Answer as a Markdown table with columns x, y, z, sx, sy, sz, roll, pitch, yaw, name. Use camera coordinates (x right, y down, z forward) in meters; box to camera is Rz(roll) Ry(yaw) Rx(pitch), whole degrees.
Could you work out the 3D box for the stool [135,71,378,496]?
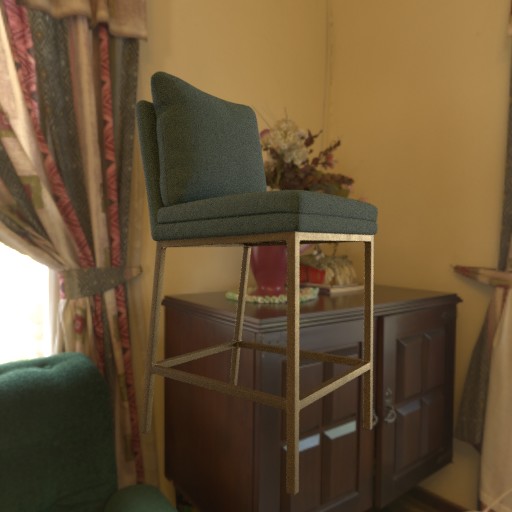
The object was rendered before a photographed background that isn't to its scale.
| x | y | z | sx | sy | sz | roll | pitch | yaw | name |
| --- | --- | --- | --- | --- | --- | --- | --- | --- | --- |
| 0.000 | 0.000 | 1.294 | 0.568 | 1.032 | 0.463 | 1 | 2 | 37 | stool |
